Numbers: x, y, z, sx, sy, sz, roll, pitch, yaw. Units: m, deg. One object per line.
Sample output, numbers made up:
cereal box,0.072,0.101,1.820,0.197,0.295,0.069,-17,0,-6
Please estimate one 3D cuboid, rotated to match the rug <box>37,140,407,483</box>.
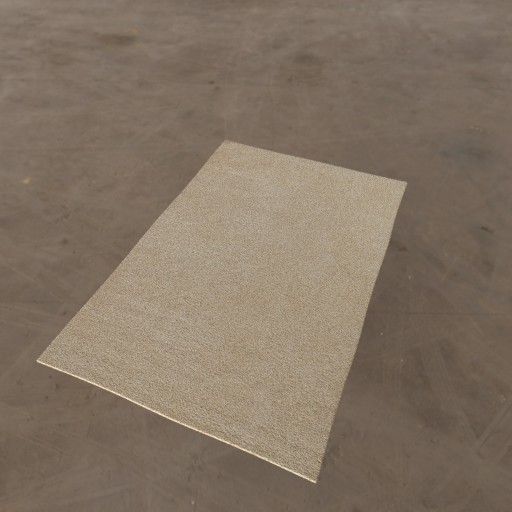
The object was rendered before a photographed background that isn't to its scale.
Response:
rug,0.000,0.000,3.352,1.800,0.025,2.699,17,49,15
